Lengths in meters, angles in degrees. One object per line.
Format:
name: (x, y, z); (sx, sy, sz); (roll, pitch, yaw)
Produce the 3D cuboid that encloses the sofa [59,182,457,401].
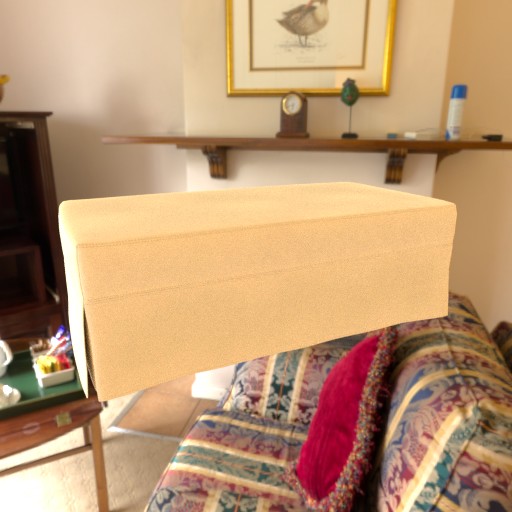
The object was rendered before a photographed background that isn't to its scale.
sofa: (0.000, 0.000, 2.095); (1.677, 0.552, 0.939); (-8, 18, -25)
